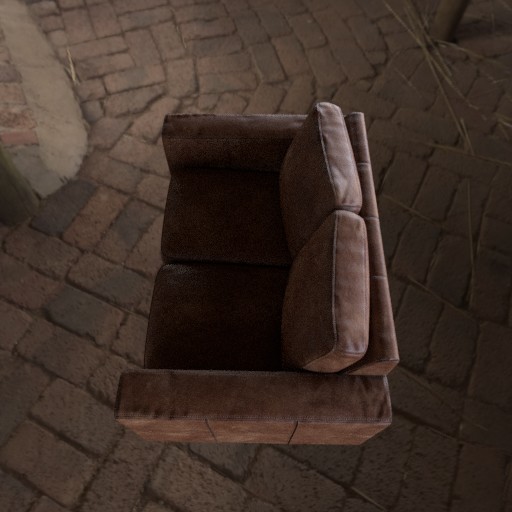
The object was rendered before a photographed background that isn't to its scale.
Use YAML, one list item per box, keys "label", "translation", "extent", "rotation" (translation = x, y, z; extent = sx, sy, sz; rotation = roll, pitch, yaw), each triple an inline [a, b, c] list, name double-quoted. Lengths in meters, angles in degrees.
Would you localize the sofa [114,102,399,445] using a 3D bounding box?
- label: "sofa"
  translation: [0.000, 0.000, 2.182]
  extent: [1.041, 0.889, 1.626]
  rotation: [1, 60, 1]
